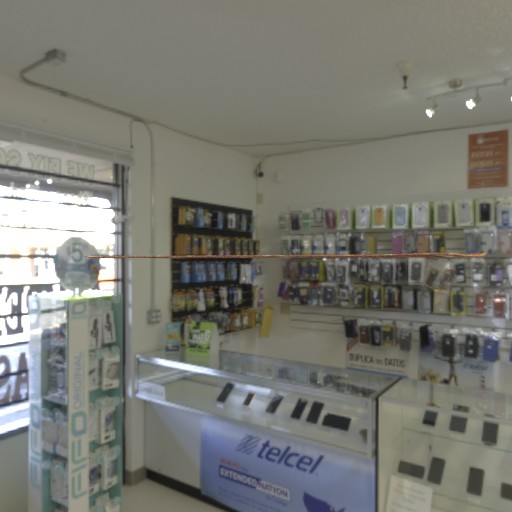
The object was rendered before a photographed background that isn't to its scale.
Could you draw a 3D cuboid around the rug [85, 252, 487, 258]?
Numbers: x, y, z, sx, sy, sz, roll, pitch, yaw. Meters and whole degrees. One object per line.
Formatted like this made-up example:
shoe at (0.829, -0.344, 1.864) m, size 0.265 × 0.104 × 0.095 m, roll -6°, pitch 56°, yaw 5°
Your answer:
rug at (0.000, 0.000, 2.736) m, size 2.444 × 0.030 × 0.799 m, roll 0°, pitch 0°, yaw 36°
